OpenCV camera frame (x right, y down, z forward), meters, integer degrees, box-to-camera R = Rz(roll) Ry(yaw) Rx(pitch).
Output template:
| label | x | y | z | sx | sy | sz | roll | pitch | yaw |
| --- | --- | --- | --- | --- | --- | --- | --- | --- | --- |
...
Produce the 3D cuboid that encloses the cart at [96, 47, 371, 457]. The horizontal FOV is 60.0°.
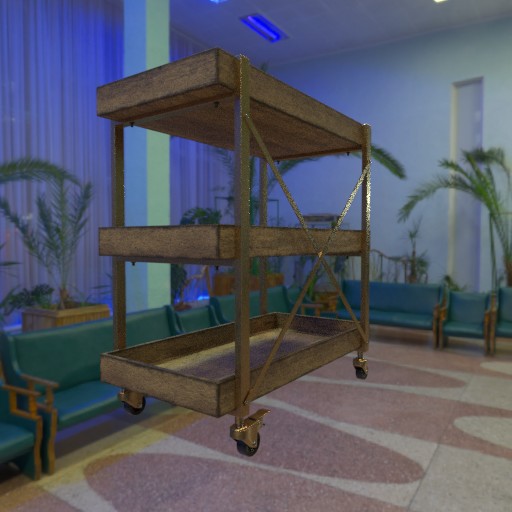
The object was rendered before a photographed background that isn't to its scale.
| label | x | y | z | sx | sy | sz | roll | pitch | yaw |
| --- | --- | --- | --- | --- | --- | --- | --- | --- | --- |
| cart | 0.000 | 0.000 | 1.237 | 0.416 | 0.799 | 0.750 | 2 | 3 | 36 |
